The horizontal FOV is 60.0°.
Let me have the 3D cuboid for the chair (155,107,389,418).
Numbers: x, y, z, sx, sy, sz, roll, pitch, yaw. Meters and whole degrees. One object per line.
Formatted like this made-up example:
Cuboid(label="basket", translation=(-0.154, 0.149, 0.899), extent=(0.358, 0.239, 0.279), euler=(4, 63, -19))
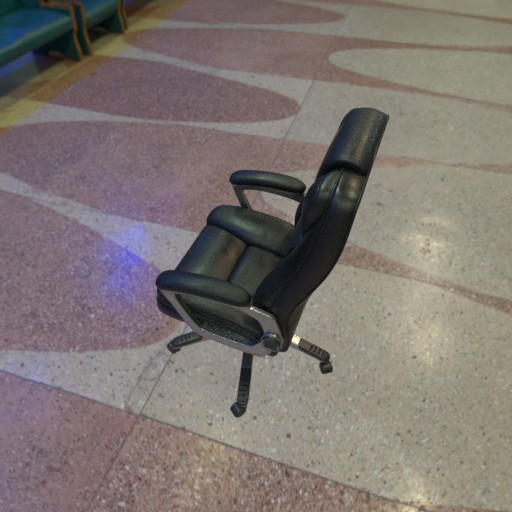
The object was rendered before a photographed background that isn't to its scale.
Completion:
Cuboid(label="chair", translation=(0.000, 0.000, 1.545), extent=(0.689, 1.075, 0.697), euler=(15, 47, 14))
